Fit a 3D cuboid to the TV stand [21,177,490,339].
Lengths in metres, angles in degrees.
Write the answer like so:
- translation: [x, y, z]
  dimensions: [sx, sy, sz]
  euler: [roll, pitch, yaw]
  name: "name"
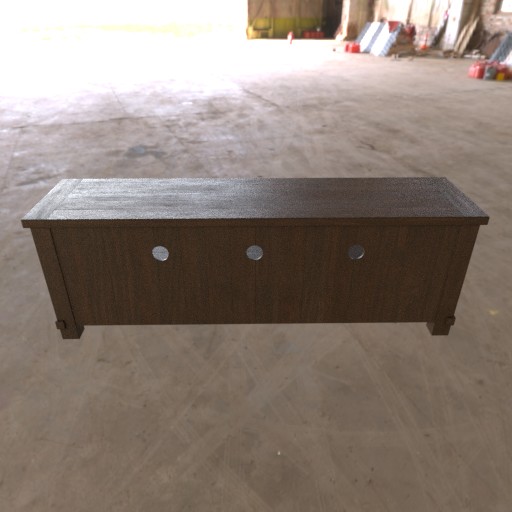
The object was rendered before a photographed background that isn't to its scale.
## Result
- translation: [0.000, 0.000, 2.113]
  dimensions: [1.866, 0.615, 0.471]
  euler: [0, 30, -1]
  name: "TV stand"
